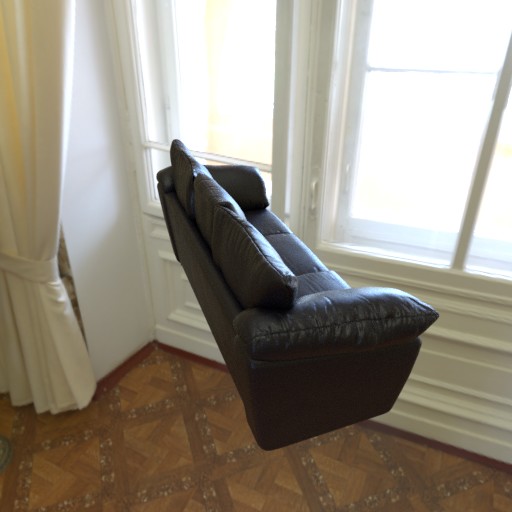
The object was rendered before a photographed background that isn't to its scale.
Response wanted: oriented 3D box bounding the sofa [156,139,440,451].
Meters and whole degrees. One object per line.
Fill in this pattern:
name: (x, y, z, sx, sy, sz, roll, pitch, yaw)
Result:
sofa: (0.000, 0.000, 2.857, 0.880, 1.073, 2.336, -10, 31, -18)
